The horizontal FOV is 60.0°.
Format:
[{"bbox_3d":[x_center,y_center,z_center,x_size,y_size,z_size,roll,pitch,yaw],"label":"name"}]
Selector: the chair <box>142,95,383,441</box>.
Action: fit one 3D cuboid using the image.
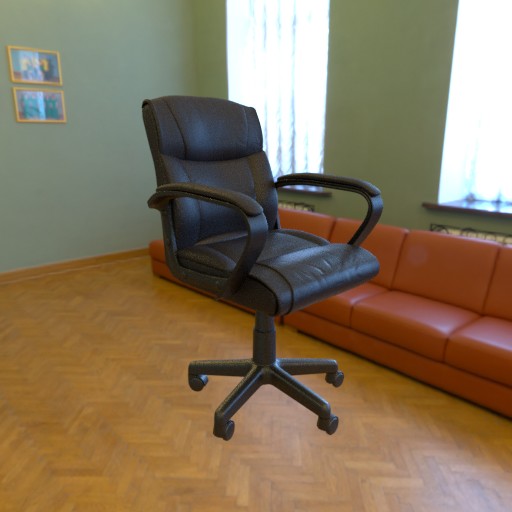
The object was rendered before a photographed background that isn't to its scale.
[{"bbox_3d":[0.000,0.000,1.417,0.576,0.998,0.641,-14,20,-42],"label":"chair"}]
